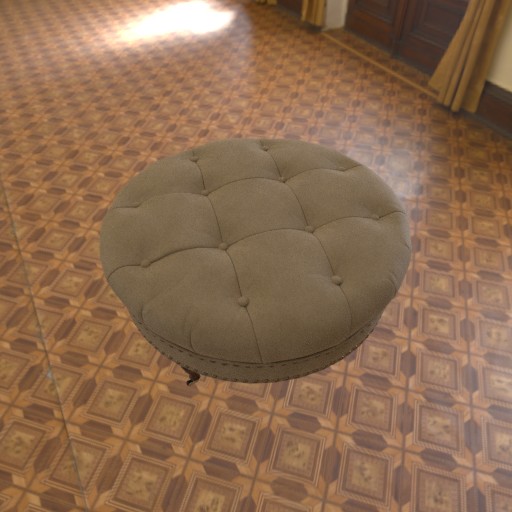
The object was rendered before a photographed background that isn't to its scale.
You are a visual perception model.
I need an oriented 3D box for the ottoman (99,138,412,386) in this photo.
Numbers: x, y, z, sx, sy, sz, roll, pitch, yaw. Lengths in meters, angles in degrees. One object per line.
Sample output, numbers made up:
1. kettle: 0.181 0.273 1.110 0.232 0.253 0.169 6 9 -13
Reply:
1. ottoman: 0.000 0.000 1.418 0.901 0.439 0.901 0 46 0
